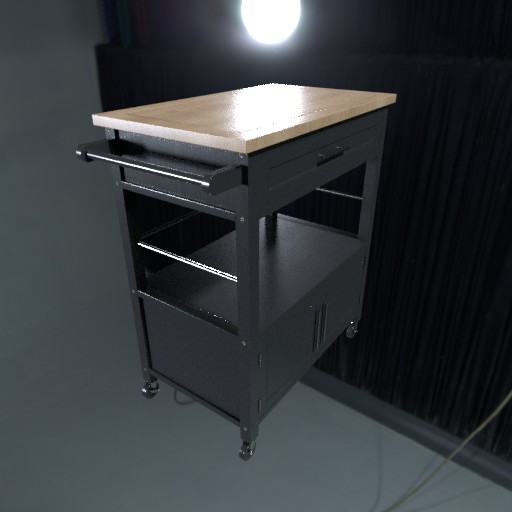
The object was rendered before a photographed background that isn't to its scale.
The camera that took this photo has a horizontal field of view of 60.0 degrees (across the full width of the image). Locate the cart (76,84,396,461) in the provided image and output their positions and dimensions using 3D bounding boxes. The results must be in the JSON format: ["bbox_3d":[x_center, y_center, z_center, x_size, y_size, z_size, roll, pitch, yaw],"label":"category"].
[{"bbox_3d":[0.000,0.000,1.380,0.459,0.901,0.840,18,33,31],"label":"cart"}]
